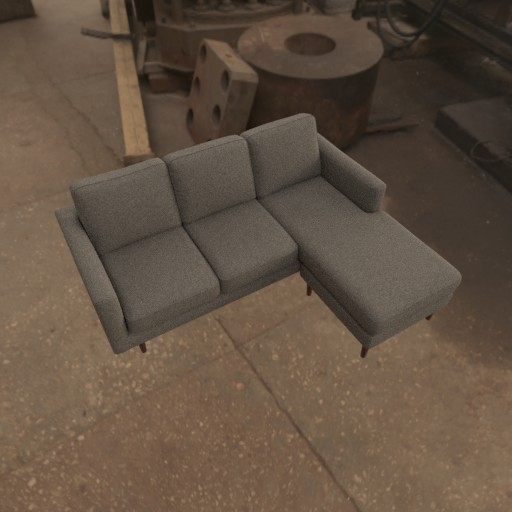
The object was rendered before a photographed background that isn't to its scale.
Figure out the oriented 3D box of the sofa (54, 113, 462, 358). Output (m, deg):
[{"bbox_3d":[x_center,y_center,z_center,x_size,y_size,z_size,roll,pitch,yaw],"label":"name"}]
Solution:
[{"bbox_3d":[0.000,0.000,2.886,2.055,0.957,1.667,-23,50,-21],"label":"sofa"}]
